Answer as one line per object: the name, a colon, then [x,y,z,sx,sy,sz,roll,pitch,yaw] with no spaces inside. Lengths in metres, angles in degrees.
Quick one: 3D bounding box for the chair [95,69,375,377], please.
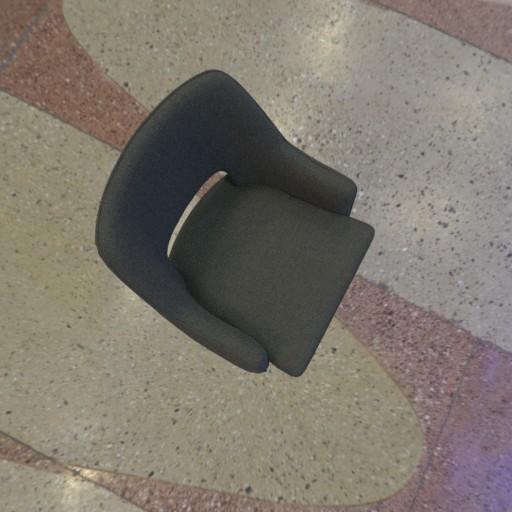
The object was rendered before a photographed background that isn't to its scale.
chair: [0.000,0.000,1.215,0.560,0.838,0.559,28,78,7]
